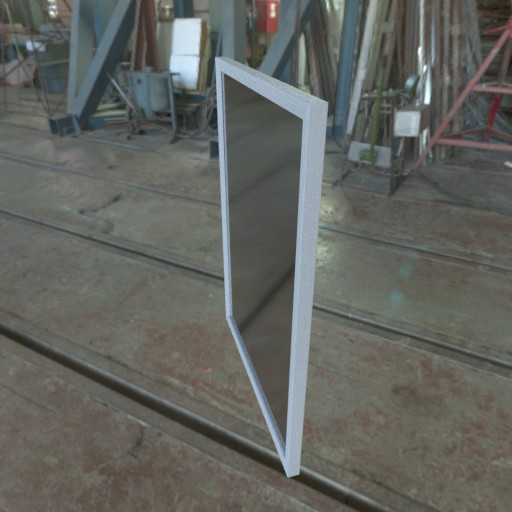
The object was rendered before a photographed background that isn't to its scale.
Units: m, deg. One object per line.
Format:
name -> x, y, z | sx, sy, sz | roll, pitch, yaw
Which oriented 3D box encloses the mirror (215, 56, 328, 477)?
mirror -> 0.000, 0.000, 1.320 | 0.040, 1.016, 0.762 | -8, 31, -14
